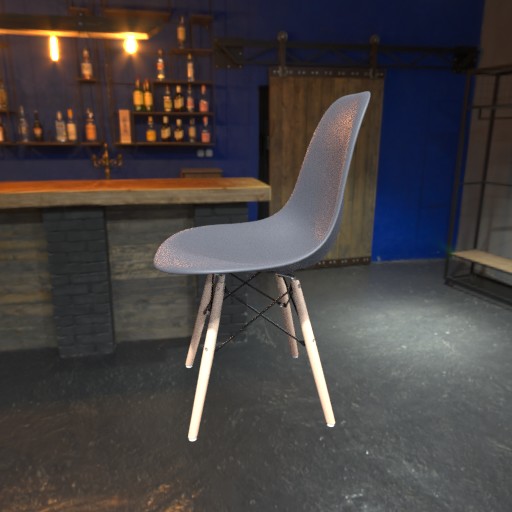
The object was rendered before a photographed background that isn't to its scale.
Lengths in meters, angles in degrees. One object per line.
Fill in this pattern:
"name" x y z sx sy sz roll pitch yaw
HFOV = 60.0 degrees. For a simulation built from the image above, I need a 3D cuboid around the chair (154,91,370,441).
"chair" 0.000 0.000 1.184 0.533 0.826 0.470 -3 16 -9
